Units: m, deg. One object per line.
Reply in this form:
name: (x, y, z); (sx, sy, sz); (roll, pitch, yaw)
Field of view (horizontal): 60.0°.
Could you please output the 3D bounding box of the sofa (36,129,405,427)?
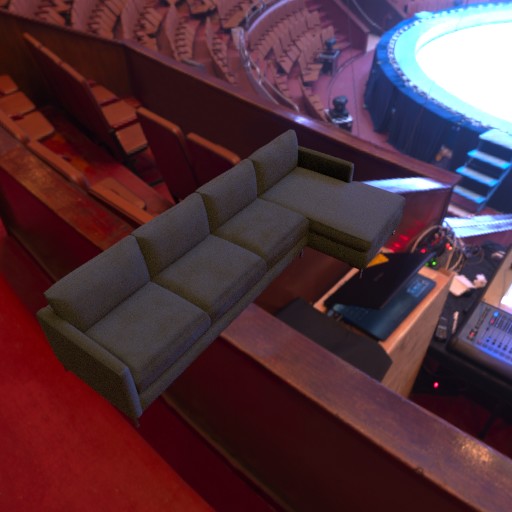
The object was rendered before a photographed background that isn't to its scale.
sofa: (0.000, 0.000, 3.235); (1.255, 0.756, 2.725); (25, 47, 26)
